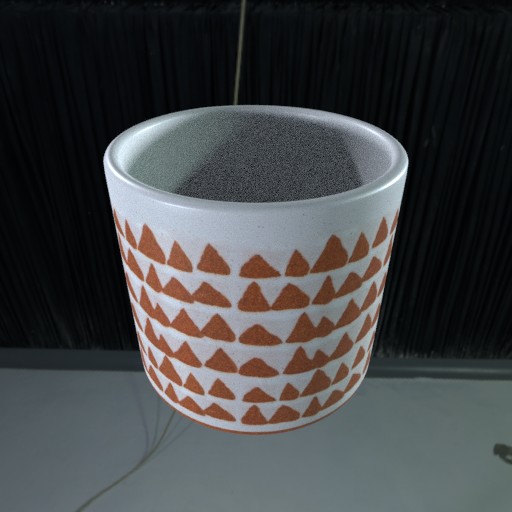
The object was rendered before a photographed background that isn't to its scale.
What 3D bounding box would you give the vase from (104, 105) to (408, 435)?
[{"bbox_3d":[0.000,0.000,0.240,0.137,0.127,0.137,0,33,0],"label":"vase"}]
